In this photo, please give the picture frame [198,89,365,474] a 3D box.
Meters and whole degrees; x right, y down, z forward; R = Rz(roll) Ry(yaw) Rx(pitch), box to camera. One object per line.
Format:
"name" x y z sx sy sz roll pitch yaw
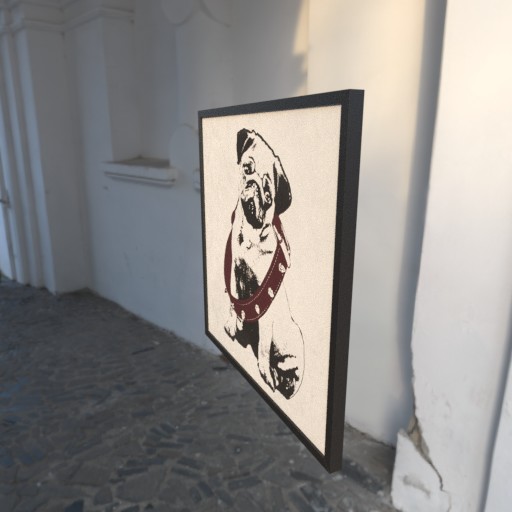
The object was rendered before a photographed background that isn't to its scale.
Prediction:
"picture frame" 0.000 0.000 1.188 0.032 0.775 0.775 -7 17 -25
